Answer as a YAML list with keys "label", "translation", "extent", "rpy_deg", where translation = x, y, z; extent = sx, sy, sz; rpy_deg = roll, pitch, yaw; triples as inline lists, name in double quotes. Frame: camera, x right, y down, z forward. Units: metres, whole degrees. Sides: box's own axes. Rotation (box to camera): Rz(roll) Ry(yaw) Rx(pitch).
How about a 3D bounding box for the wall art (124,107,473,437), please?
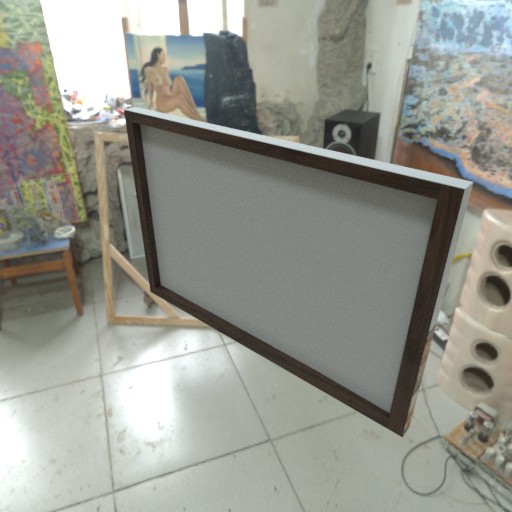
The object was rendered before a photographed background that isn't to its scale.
- label: "wall art"
  translation: [0.000, 0.000, 1.413]
  extent: [1.138, 0.761, 0.051]
  rpy_deg: [23, 37, 34]
